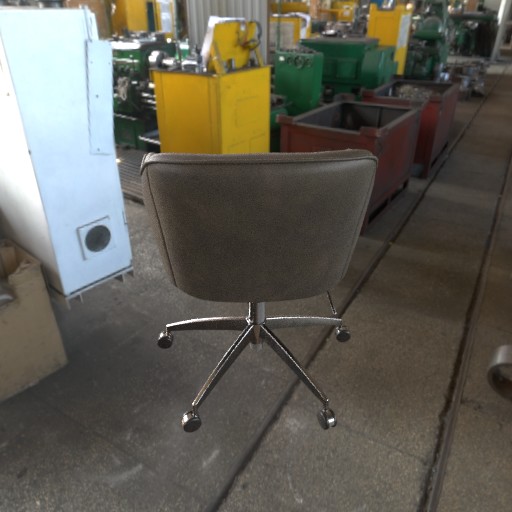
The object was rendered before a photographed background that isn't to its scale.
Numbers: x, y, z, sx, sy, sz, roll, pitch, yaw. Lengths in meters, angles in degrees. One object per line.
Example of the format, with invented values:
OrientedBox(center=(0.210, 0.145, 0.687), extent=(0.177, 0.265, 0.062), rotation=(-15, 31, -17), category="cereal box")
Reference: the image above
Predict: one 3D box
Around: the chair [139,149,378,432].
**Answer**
OrientedBox(center=(0.000, 0.000, 1.385), extent=(0.713, 0.827, 0.689), rotation=(-2, 30, -3), category="chair")
